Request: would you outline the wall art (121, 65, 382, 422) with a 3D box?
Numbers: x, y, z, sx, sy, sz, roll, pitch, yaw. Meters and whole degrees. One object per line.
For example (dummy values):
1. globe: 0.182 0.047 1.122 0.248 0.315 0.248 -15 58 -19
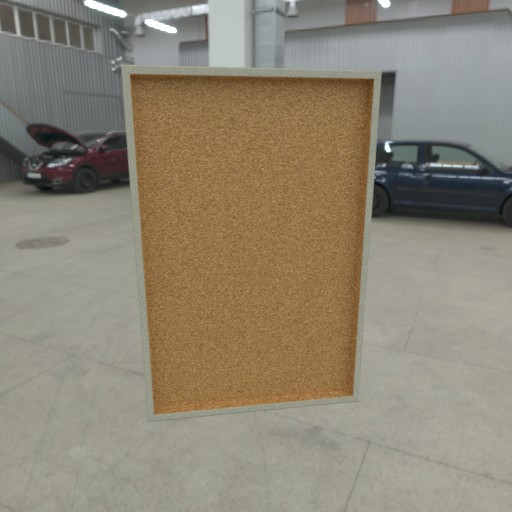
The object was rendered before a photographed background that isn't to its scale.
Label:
1. wall art: 0.000 0.000 1.167 0.610 0.914 0.038 -2 16 -9
